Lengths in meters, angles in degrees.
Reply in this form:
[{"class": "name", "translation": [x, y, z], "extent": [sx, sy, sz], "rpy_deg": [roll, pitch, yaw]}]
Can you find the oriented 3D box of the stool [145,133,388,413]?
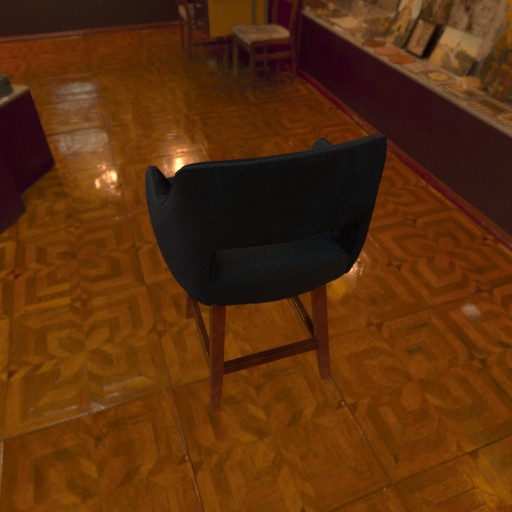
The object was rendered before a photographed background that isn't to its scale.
[{"class": "stool", "translation": [0.000, 0.000, 1.299], "extent": [0.550, 0.940, 0.560], "rpy_deg": [-12, 43, -13]}]
